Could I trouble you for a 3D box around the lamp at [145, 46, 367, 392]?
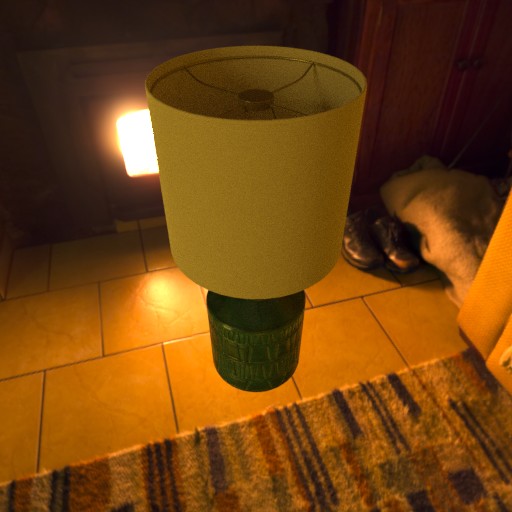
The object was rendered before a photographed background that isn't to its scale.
[{"bbox_3d":[0.000,0.000,0.575,0.211,0.455,0.211,-26,46,-27],"label":"lamp"}]
